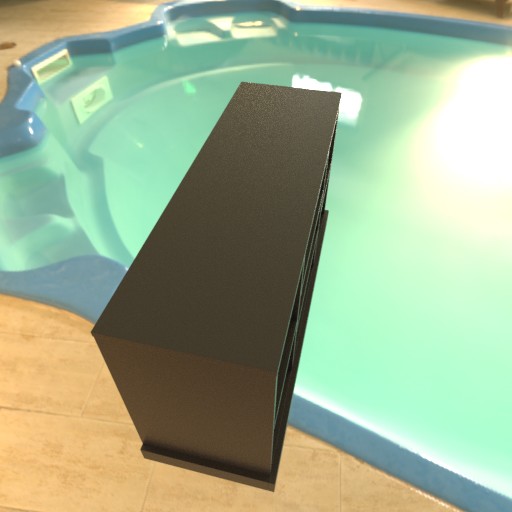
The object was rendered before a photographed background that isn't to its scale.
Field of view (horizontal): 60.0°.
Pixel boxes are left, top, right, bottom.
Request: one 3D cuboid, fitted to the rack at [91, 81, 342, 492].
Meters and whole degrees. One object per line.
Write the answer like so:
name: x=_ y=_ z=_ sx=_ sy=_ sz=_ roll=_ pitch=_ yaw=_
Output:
rack: x=0.000 y=0.000 z=1.481 sx=0.399 sy=0.635 sz=1.206 roll=10 pitch=46 yaw=9
